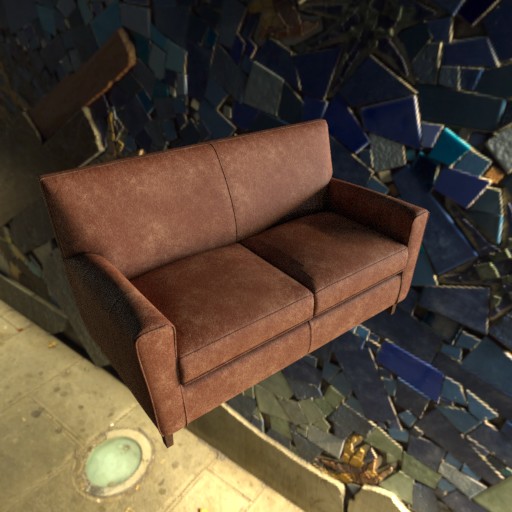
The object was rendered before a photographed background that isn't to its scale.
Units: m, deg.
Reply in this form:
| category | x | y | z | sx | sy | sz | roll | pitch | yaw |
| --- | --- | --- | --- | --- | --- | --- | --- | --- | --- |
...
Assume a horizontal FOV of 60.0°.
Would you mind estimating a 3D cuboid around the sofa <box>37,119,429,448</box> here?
| category | x | y | z | sx | sy | sz | roll | pitch | yaw |
| --- | --- | --- | --- | --- | --- | --- | --- | --- | --- |
| sofa | 0.000 | 0.000 | 1.992 | 1.473 | 0.871 | 0.787 | -21 | 36 | -32 |
